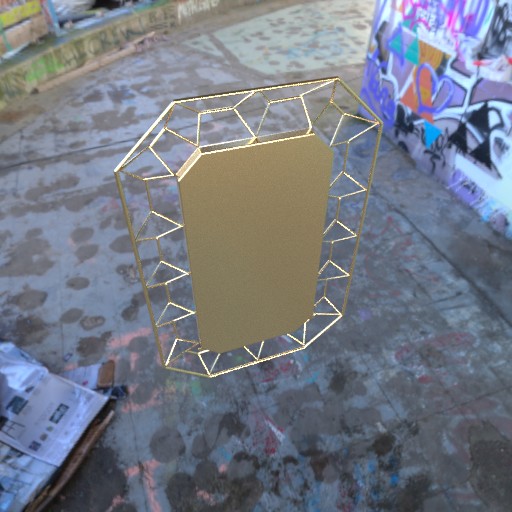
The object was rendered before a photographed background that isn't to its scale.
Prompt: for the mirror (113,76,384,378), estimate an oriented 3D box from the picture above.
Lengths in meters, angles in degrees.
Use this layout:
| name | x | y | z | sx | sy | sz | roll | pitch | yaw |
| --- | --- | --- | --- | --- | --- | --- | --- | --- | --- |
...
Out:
| name | x | y | z | sx | sy | sz | roll | pitch | yaw |
| --- | --- | --- | --- | --- | --- | --- | --- | --- | --- |
| mirror | 0.000 | 0.000 | 1.116 | 0.572 | 0.870 | 0.051 | -14 | 44 | -15 |
